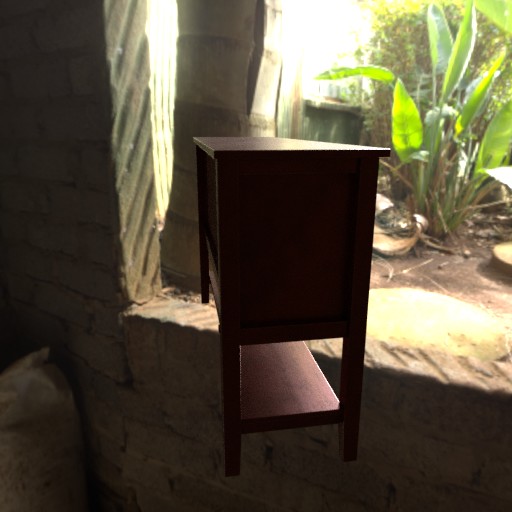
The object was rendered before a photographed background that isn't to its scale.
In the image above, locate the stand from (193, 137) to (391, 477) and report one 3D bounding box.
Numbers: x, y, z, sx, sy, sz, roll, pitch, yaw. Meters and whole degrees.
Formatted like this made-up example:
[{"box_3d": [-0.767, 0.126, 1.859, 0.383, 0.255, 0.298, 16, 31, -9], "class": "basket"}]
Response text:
[{"box_3d": [0.000, 0.000, 1.732, 0.410, 0.872, 1.362, -3, 16, -9], "class": "stand"}]
